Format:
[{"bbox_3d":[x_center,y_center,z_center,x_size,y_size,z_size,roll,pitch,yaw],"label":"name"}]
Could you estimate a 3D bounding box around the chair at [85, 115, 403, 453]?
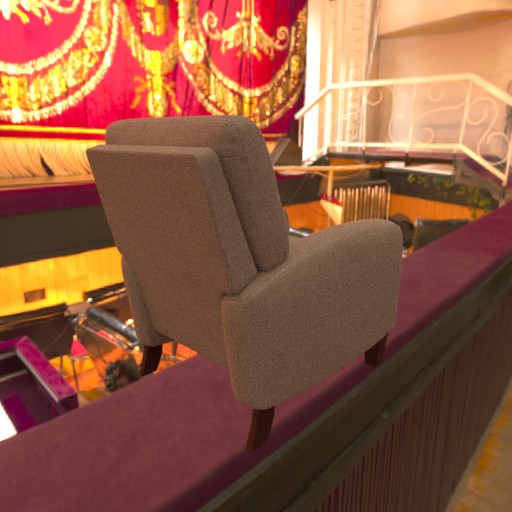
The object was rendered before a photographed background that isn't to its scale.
[{"bbox_3d":[0.000,0.000,1.683,0.762,0.990,0.990,15,21,43],"label":"chair"}]
